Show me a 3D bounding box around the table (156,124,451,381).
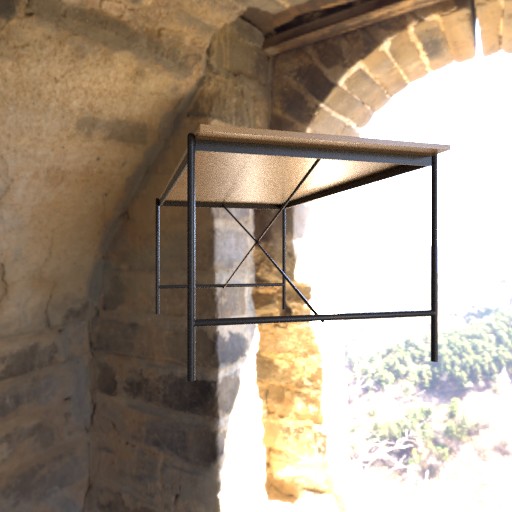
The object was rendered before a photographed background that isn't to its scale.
[{"bbox_3d":[0.000,0.000,2.248,0.900,0.758,1.800,0,0,-16],"label":"table"}]
